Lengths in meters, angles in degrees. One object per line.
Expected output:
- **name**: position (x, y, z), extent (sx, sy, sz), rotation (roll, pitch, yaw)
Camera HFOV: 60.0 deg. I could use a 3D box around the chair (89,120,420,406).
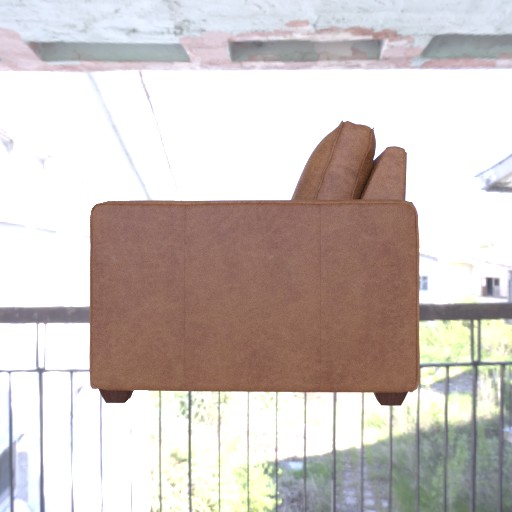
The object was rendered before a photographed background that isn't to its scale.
- **chair**: position (0.000, 0.000, 1.758), extent (1.027, 0.901, 0.987), rotation (0, 0, -1)
